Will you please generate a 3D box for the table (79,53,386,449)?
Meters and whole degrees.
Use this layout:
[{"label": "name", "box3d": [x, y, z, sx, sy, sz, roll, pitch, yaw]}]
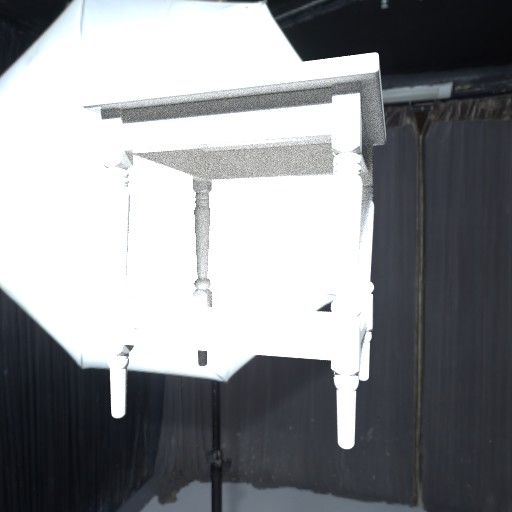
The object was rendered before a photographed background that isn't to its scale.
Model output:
[{"label": "table", "box3d": [0.000, 0.000, 0.889, 0.488, 0.565, 0.442, 0, 1, 18]}]
